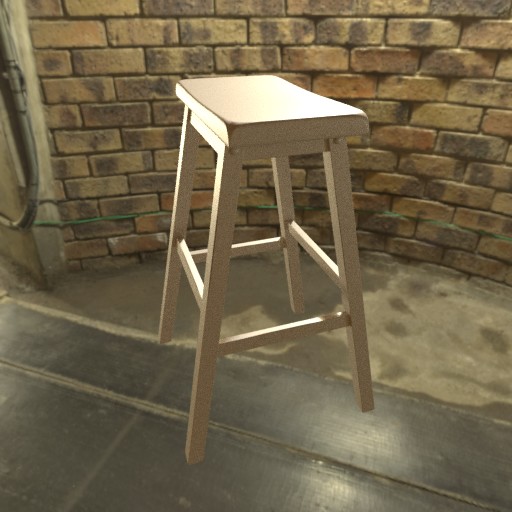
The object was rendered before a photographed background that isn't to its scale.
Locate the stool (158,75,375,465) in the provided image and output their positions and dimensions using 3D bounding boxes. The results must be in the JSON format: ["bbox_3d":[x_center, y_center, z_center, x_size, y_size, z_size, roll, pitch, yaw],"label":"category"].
[{"bbox_3d":[0.000,0.000,1.054,0.476,0.737,0.457,-10,32,-16],"label":"stool"}]
